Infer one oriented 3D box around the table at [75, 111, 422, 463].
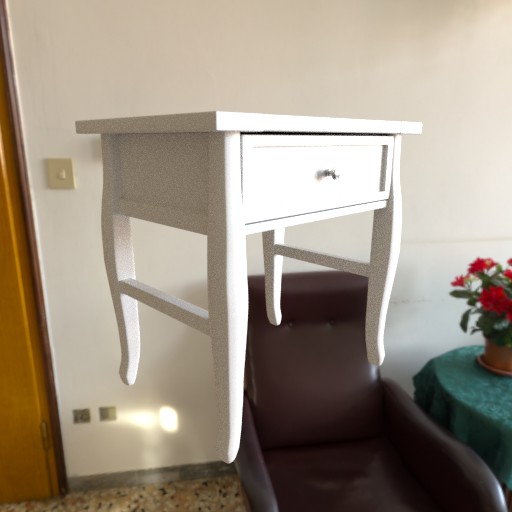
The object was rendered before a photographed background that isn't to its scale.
[{"bbox_3d":[0.000,0.000,1.036,0.599,0.605,0.463,-14,20,-42],"label":"table"}]
